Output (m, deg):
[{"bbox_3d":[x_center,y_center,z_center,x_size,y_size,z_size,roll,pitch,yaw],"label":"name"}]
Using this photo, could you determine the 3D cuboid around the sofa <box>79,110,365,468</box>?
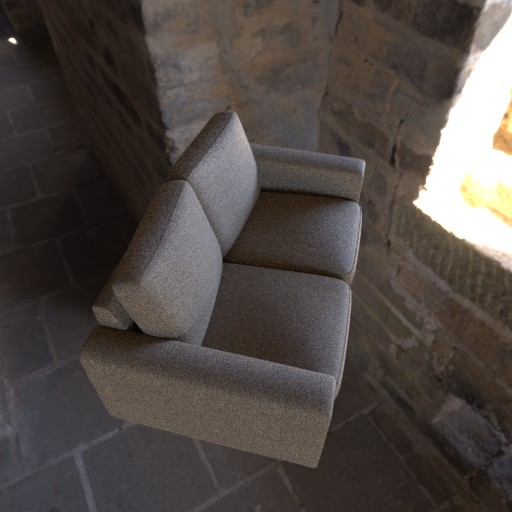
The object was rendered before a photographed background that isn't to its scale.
[{"bbox_3d":[0.000,0.000,2.237,1.016,0.873,1.616,10,47,9],"label":"sofa"}]
